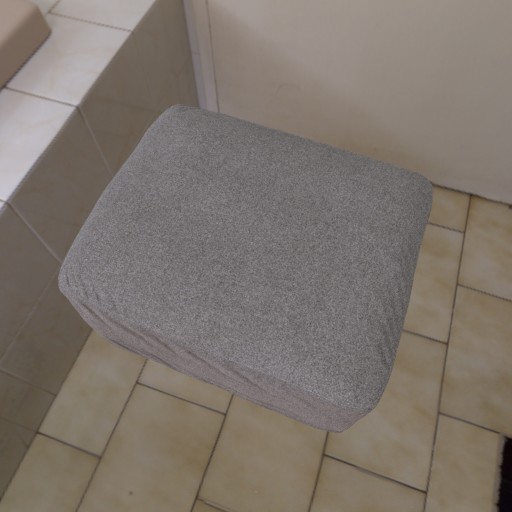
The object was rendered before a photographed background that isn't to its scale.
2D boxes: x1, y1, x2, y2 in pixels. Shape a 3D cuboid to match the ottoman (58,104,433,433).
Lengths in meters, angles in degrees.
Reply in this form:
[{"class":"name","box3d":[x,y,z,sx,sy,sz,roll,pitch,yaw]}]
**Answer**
[{"class":"ottoman","box3d":[0.000,0.000,1.246,0.837,0.481,0.683,19,64,10]}]
